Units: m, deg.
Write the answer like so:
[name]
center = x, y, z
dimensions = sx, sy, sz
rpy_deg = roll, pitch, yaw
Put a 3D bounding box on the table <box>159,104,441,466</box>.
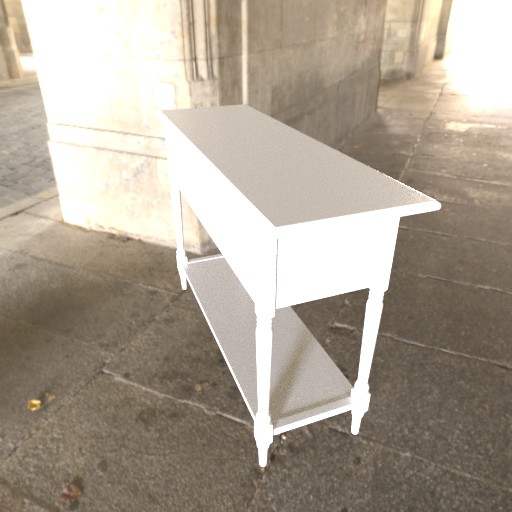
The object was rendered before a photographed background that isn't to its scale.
[table]
center = 0.000, 0.000, 1.563
dimensions = 0.384, 0.808, 1.197
rpy_deg = -11, 31, -18
